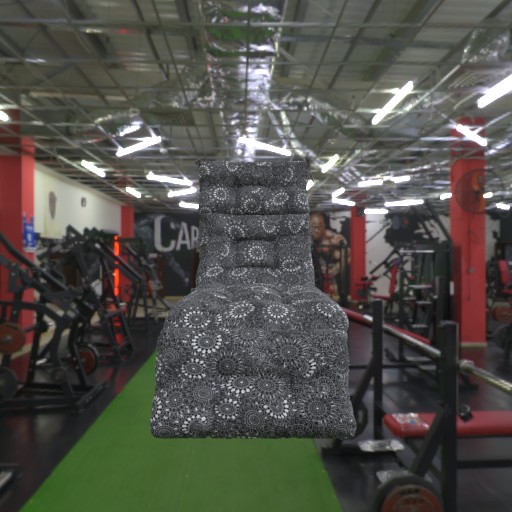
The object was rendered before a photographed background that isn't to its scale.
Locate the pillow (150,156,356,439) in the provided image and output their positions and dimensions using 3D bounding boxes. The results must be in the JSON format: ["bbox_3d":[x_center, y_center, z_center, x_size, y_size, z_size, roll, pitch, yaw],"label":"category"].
[{"bbox_3d":[0.000,0.000,1.510,0.526,0.863,1.016,0,1,0],"label":"pillow"}]
